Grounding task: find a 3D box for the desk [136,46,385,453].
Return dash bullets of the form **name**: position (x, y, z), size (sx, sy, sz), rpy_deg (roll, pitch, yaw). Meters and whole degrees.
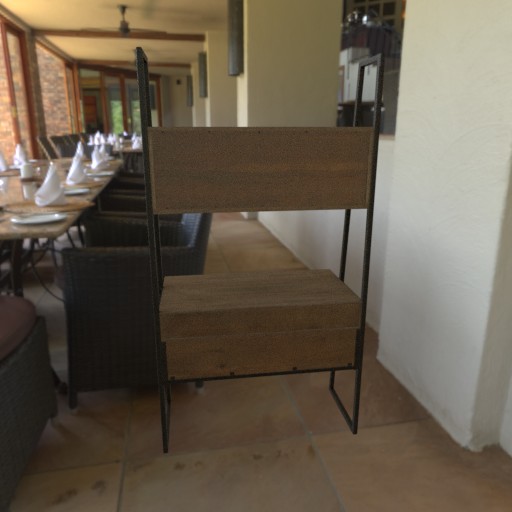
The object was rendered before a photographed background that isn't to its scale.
- **desk**: position (0.000, 0.000, 2.209), size (0.982, 1.809, 0.515), rpy_deg (-2, 16, -8)
